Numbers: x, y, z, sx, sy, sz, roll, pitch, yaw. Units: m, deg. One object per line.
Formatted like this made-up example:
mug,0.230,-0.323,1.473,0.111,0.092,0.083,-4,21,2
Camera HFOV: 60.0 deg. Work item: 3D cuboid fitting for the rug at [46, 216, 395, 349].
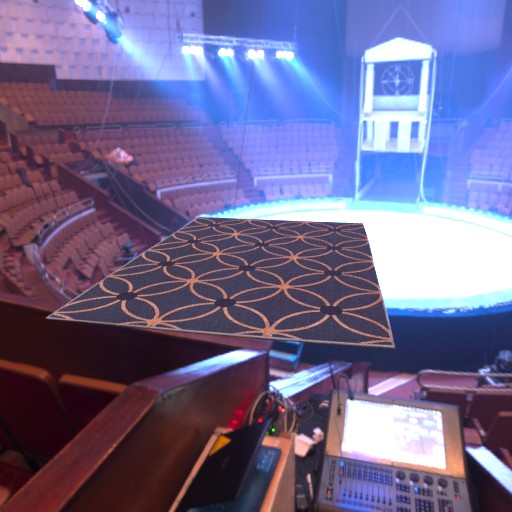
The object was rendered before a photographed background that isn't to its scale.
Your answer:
rug,0.000,0.000,2.925,1.522,0.008,2.284,3,17,10
